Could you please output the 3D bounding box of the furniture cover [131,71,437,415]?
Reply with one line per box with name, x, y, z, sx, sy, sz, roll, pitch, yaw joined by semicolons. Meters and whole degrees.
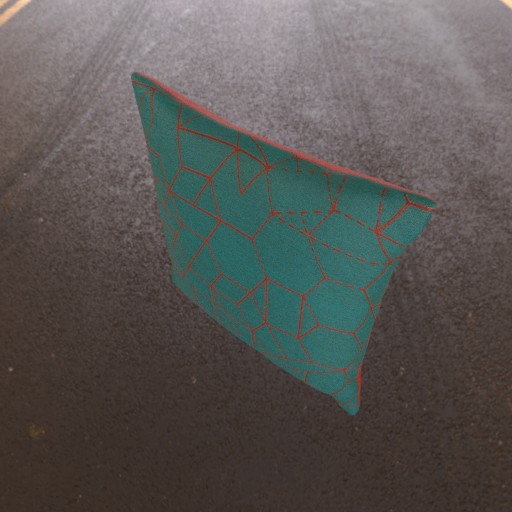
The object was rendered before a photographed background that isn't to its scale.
furniture cover;0.000;0.000;0.775;0.517;0.508;0.158;31;53;27
